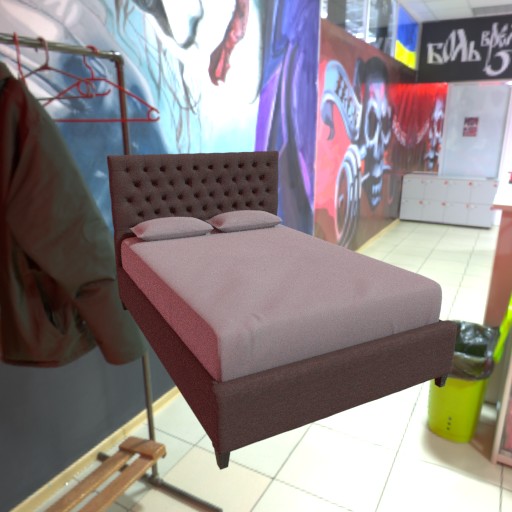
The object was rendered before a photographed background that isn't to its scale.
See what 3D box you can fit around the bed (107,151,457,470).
[{"bbox_3d":[0.000,0.000,3.381,1.698,1.427,2.387,-8,18,-26],"label":"bed"}]
